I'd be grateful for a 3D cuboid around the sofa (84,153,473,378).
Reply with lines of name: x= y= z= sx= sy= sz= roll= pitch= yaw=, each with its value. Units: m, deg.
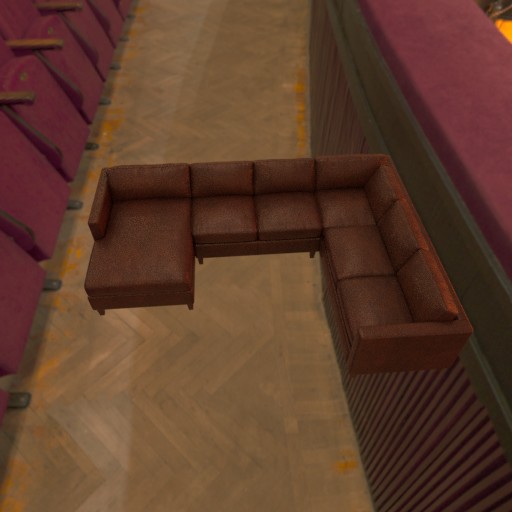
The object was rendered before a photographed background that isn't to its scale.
sofa: x=0.000 y=0.000 z=4.499 sx=3.324 sy=0.891 sz=2.452 roll=-3 pitch=47 yaw=-3
